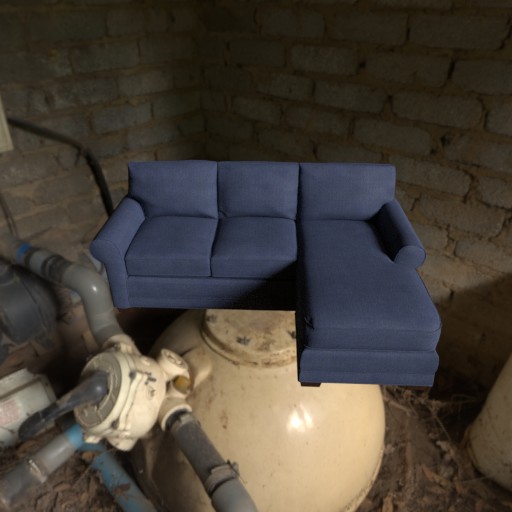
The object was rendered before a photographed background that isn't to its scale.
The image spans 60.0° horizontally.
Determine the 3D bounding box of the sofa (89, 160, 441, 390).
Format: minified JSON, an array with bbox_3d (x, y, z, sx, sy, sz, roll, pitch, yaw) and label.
[{"bbox_3d":[0.000,0.000,3.495,2.567,1.063,1.780,1,31,2],"label":"sofa"}]
